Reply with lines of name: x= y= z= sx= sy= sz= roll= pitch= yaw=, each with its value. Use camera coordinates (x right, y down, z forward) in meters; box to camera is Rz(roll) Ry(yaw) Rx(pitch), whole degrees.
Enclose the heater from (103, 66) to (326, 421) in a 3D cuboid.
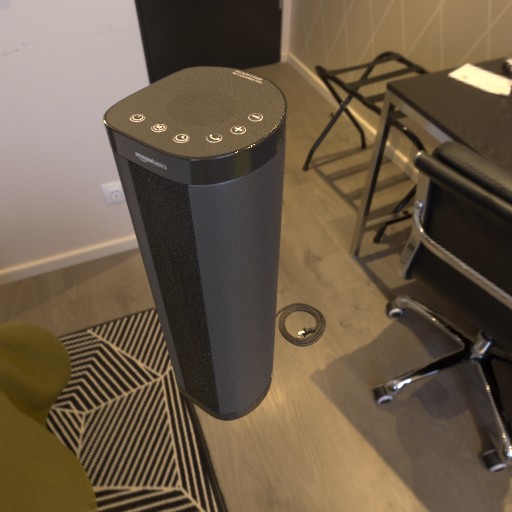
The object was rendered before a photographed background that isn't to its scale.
heater: x=0.000 y=0.000 z=0.677 sx=0.174 sy=0.552 sz=0.312 roll=29 pitch=54 yaw=24
